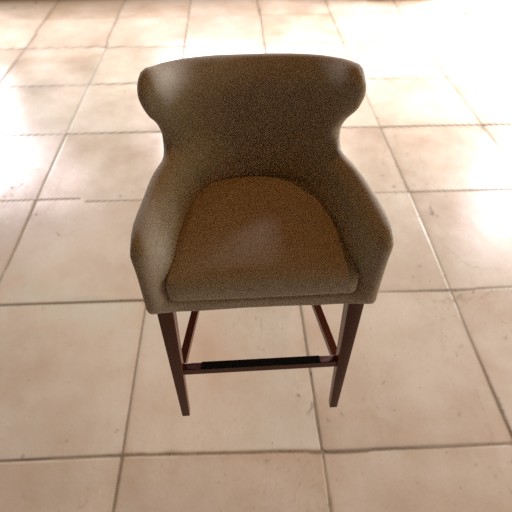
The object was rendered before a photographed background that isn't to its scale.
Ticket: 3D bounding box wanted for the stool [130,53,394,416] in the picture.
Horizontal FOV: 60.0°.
[{"bbox_3d":[0.000,0.000,1.330,0.556,1.034,0.563,-3,47,-2],"label":"stool"}]
